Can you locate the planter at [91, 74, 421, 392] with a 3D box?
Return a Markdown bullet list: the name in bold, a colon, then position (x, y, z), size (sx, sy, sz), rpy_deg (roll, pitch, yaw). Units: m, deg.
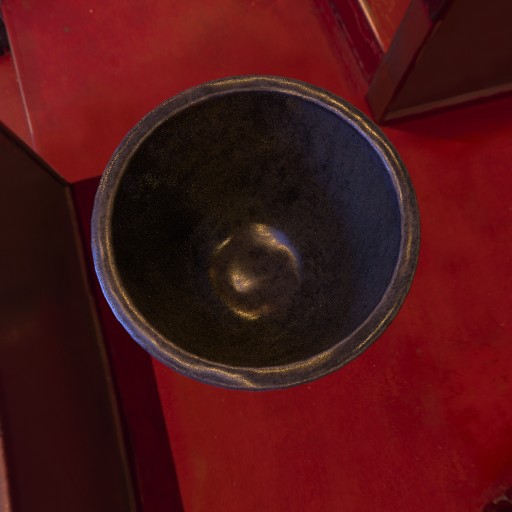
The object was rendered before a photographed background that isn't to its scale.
- **planter**: position (0.000, 0.000, 0.352), size (0.197, 0.191, 0.197), rpy_deg (0, 76, 0)
